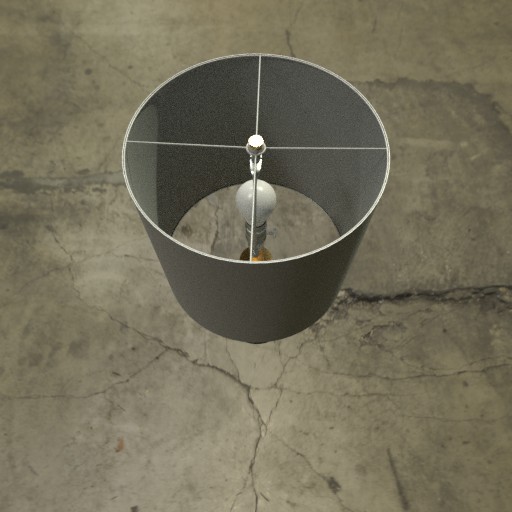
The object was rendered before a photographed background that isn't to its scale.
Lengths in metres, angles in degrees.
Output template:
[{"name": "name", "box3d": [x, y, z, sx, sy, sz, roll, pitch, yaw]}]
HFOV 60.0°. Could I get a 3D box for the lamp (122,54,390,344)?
[{"name": "lamp", "box3d": [0.000, 0.000, 0.767, 0.308, 0.580, 0.308, 2, 63, 1]}]
